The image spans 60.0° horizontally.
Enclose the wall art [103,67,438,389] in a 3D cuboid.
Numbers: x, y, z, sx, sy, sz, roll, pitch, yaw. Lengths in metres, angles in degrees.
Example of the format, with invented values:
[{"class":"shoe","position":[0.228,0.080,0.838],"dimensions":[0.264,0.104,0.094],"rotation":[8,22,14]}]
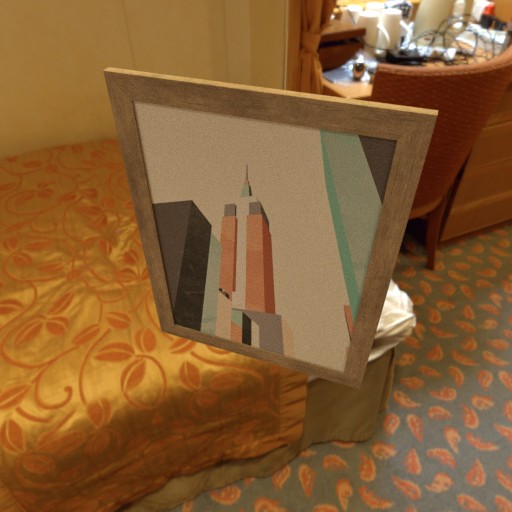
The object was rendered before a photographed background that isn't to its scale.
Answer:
[{"class":"wall art","position":[0.000,0.000,0.907],"dimensions":[0.534,0.686,0.018],"rotation":[13,43,14]}]
